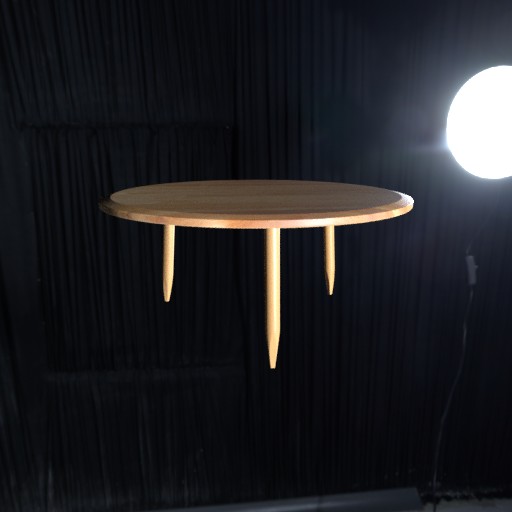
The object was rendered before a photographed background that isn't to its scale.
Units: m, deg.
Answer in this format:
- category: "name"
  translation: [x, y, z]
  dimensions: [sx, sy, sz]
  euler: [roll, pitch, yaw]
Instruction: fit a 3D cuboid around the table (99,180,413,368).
- category: "table"
  translation: [0.000, 0.000, 1.391]
  dimensions: [0.900, 0.400, 0.900]
  euler: [0, 15, 0]
